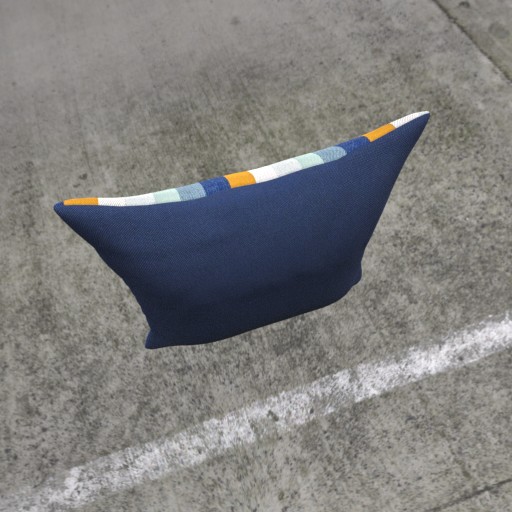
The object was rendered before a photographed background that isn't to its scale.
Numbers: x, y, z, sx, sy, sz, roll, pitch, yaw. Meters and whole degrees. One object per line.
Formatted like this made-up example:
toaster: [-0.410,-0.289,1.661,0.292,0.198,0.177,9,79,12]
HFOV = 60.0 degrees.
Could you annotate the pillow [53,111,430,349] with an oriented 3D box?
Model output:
pillow: [0.000,0.000,0.710,0.463,0.454,0.173,-16,60,-10]
